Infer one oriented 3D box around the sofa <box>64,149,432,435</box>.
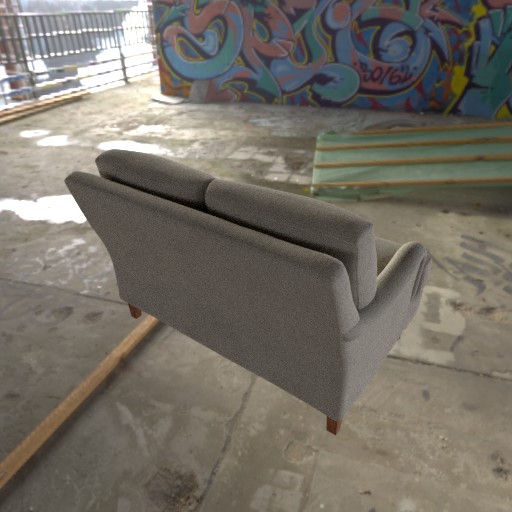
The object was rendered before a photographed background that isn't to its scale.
[{"bbox_3d":[0.000,0.000,2.233,1.480,0.999,1.087,21,36,32],"label":"sofa"}]
